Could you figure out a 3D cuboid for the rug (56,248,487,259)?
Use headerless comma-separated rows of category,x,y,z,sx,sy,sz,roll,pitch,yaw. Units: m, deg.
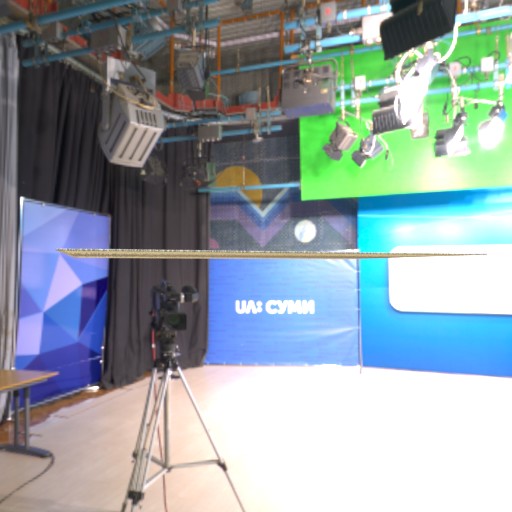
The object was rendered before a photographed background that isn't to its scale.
rug,0.000,0.000,2.301,1.815,0.007,1.226,0,-1,-19
